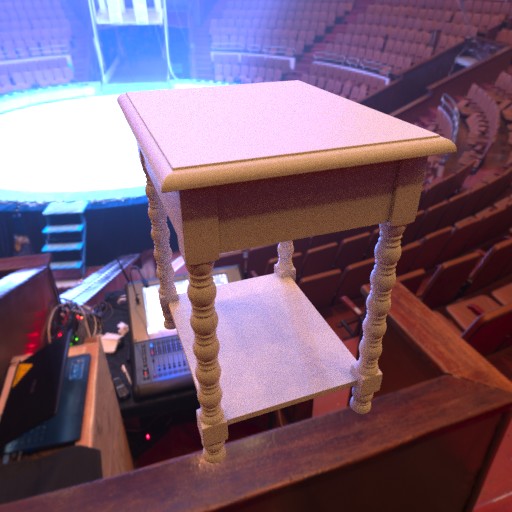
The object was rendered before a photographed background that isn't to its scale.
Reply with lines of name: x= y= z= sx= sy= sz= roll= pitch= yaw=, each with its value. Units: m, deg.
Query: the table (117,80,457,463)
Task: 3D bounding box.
table: x=0.000 y=0.000 z=0.826 sx=0.381 sy=0.531 sz=0.460 roll=-11 pitch=33 yaw=-18
